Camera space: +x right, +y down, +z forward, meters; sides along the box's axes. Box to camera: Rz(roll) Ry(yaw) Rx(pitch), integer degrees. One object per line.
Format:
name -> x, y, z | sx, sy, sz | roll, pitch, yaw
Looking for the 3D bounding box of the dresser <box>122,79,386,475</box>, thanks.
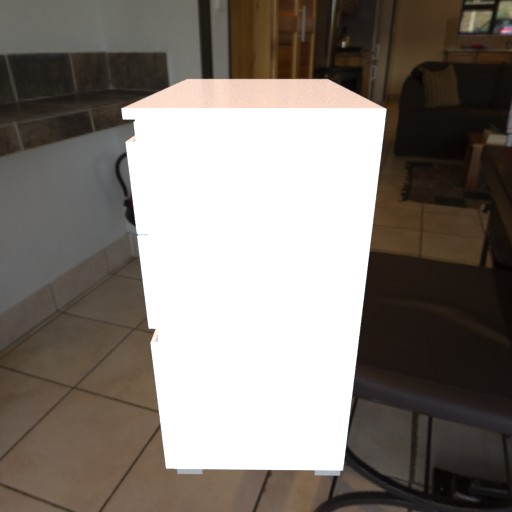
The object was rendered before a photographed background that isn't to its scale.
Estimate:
dresser -> 0.000, 0.000, 1.133 | 0.400, 0.800, 0.650 | 0, 25, 1
